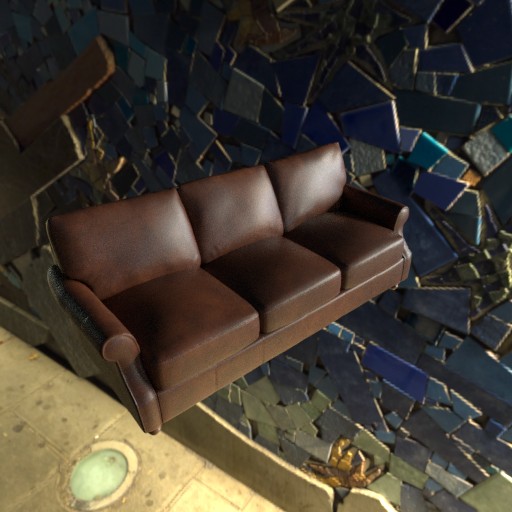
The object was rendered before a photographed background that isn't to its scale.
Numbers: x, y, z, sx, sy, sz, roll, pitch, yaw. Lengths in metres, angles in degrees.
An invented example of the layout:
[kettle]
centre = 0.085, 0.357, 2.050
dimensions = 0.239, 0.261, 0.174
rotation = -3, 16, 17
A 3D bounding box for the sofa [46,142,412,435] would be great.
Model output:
[sofa]
centre = 0.000, 0.000, 2.836
dimensions = 2.351, 0.977, 0.973
rotation = -23, 37, -34
